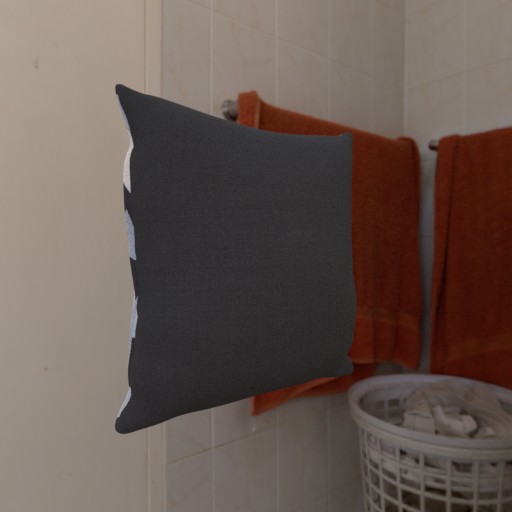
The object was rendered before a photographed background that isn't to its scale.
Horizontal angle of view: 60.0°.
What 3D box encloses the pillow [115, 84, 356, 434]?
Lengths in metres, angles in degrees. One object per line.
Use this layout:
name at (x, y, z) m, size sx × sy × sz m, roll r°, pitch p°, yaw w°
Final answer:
pillow at (0.000, 0.000, 0.771) m, size 0.503 × 0.496 × 0.208 m, roll -1°, pitch 2°, yaw -38°
